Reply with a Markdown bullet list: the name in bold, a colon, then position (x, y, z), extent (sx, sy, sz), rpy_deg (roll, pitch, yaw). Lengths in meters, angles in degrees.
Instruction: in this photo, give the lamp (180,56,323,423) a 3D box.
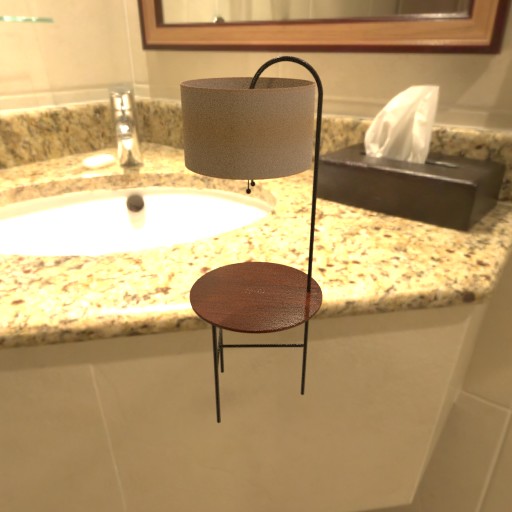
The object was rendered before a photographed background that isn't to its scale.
- **lamp**: position (0.000, 0.000, 1.843), extent (0.573, 1.517, 0.573), rpy_deg (0, 26, 0)
